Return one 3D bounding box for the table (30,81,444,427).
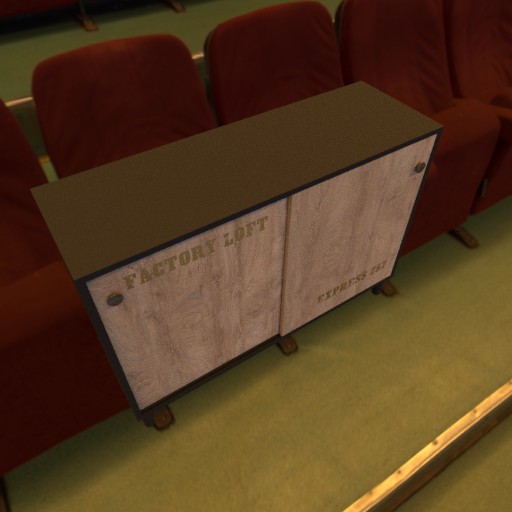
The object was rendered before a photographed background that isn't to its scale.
[{"bbox_3d":[0.000,0.000,1.617,1.200,0.855,0.400,-25,51,-22],"label":"table"}]
